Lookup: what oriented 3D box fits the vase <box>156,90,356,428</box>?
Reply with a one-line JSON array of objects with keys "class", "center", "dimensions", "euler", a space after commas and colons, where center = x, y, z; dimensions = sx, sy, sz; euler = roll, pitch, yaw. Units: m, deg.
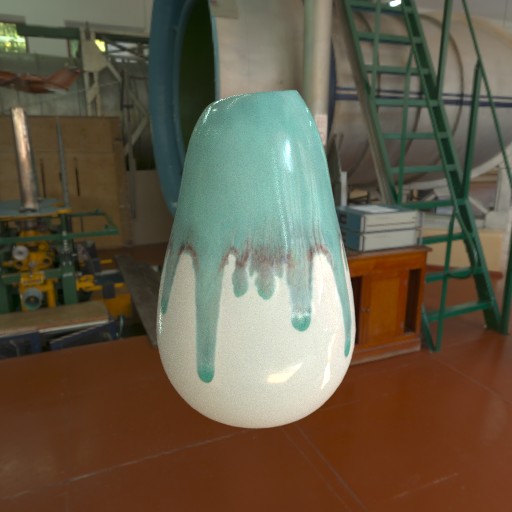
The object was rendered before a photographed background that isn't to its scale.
[{"class": "vase", "center": [0.000, 0.000, 0.254], "dimensions": [0.116, 0.179, 0.116], "euler": [0, 15, 0]}]
